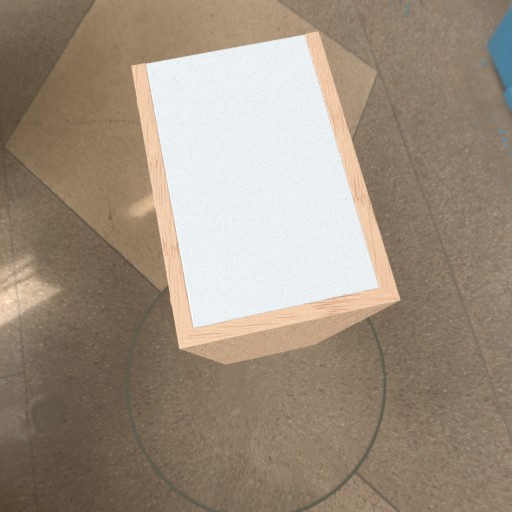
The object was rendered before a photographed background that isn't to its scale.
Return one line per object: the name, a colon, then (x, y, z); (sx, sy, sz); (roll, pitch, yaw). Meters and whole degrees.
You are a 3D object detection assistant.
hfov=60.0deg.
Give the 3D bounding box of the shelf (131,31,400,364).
shelf: (0.000, 0.000, 0.710); (0.200, 0.600, 0.290); (-12, 75, -3)
